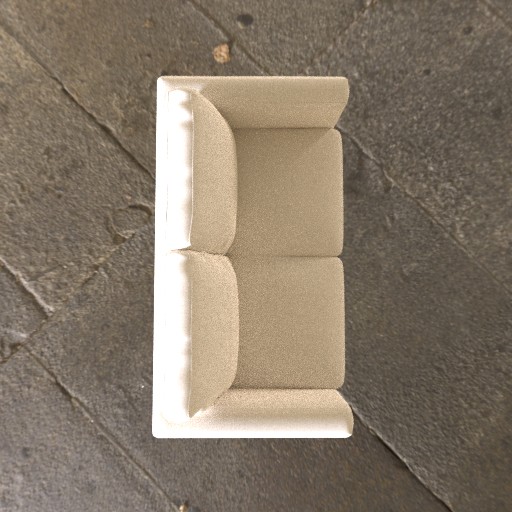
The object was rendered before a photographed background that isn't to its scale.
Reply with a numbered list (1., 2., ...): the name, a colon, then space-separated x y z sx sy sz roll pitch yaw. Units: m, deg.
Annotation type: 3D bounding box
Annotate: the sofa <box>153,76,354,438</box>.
1. sofa: 0.000 0.000 1.969 0.796 0.908 1.430 0 87 0
